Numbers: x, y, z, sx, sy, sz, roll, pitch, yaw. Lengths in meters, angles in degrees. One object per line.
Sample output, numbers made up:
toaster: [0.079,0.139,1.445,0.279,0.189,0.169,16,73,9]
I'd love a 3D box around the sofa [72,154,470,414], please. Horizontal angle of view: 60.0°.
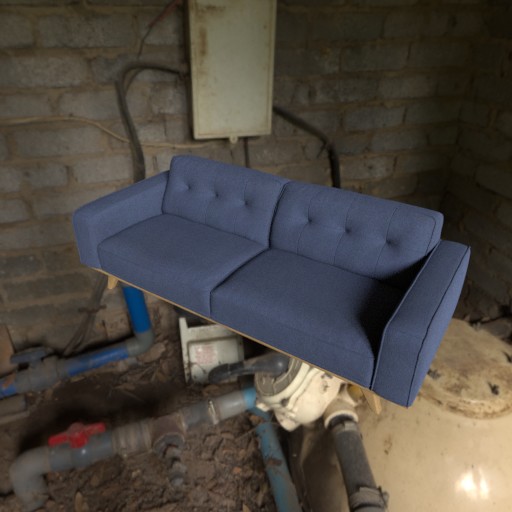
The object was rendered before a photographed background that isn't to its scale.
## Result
sofa: [0.000,0.000,2.726,2.270,0.782,0.953,19,36,28]
